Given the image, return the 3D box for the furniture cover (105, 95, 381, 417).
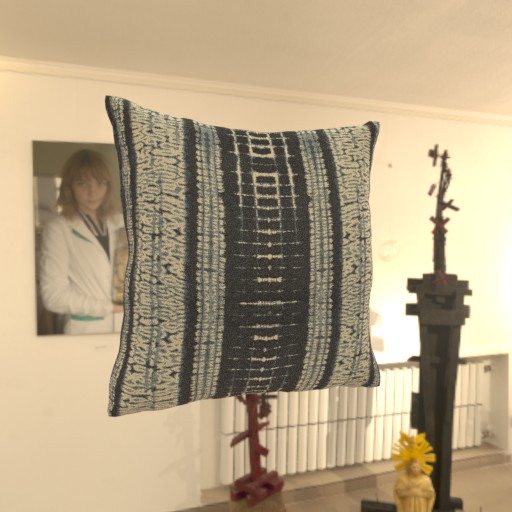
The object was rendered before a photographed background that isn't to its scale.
[{"bbox_3d":[0.000,0.000,0.660,0.425,0.435,0.133,0,1,-18],"label":"furniture cover"}]
